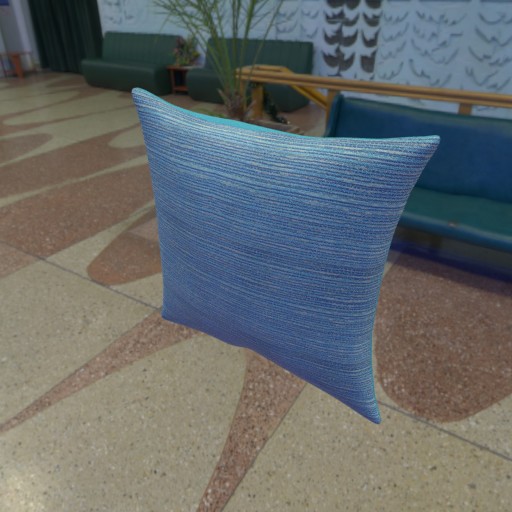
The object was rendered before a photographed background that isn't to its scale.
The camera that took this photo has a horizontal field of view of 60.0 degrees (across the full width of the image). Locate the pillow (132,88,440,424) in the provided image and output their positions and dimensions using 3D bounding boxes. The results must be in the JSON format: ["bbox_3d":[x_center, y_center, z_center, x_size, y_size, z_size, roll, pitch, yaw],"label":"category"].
[{"bbox_3d":[0.000,0.000,0.757,0.514,0.497,0.150,19,35,29],"label":"pillow"}]
